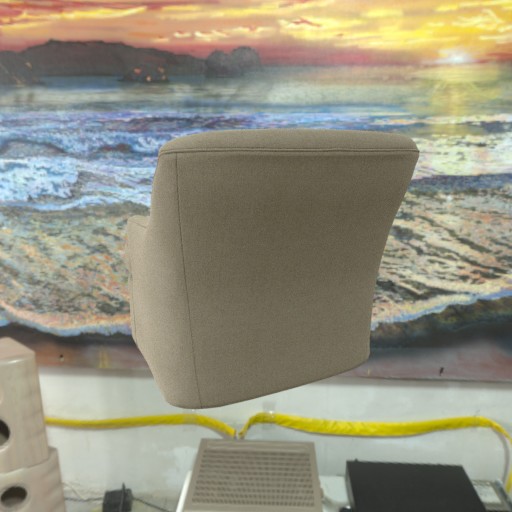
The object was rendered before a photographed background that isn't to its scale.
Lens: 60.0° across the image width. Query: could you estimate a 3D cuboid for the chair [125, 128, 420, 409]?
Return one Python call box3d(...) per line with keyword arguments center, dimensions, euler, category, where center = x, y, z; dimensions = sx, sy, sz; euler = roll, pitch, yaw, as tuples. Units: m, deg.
box3d(center=(0.000, 0.000, 1.611), dimensions=(0.864, 0.856, 0.923), euler=(-7, 15, -27), category="chair")
